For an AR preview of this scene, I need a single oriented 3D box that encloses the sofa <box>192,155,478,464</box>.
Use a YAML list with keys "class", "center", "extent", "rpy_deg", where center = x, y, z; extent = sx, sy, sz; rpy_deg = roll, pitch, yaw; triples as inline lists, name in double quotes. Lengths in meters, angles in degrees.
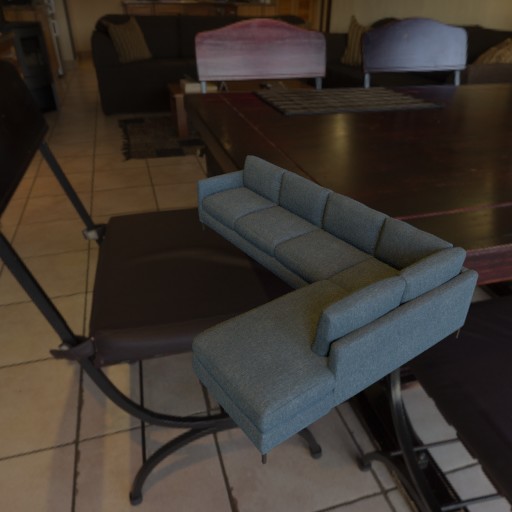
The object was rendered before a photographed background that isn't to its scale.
- class: "sofa"
  center: [0.000, 0.000, 3.883]
  extent: [2.007, 0.815, 2.949]
  rpy_deg: [-20, 36, -30]
